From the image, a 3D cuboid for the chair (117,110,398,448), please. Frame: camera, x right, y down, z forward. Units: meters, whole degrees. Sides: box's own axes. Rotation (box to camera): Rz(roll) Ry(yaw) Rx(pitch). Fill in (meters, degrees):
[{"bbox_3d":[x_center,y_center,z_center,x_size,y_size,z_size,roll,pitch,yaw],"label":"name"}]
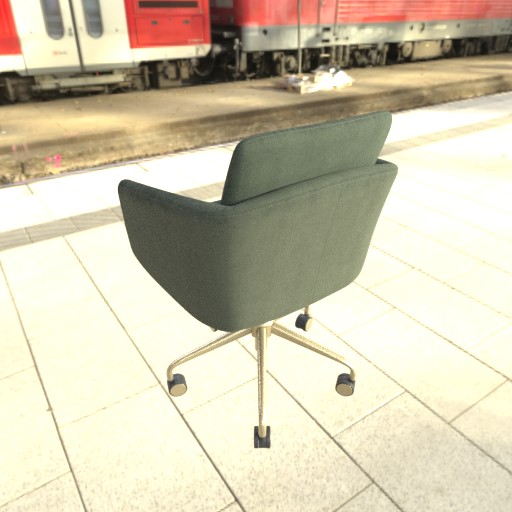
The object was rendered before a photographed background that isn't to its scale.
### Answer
[{"bbox_3d":[0.000,0.000,1.345,0.641,0.908,0.635,-20,36,-31],"label":"chair"}]
